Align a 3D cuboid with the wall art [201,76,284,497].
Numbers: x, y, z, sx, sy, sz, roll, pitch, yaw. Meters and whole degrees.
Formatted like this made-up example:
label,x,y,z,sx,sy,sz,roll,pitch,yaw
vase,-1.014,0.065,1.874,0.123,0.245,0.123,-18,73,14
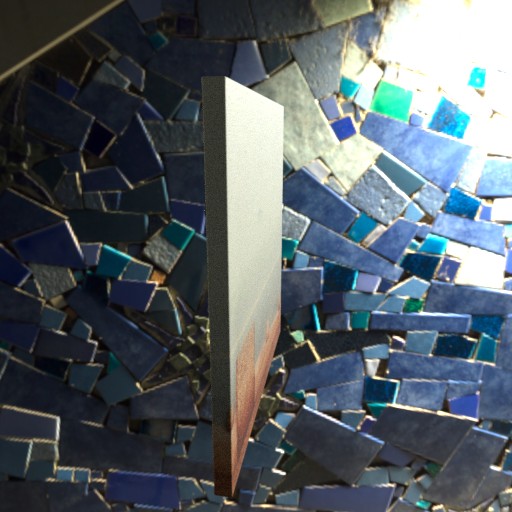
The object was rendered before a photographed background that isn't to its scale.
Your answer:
label,x,y,z,sx,sy,sz,roll,pitch,yaw
wall art,0.000,0.000,0.891,0.034,0.605,0.605,3,16,10
